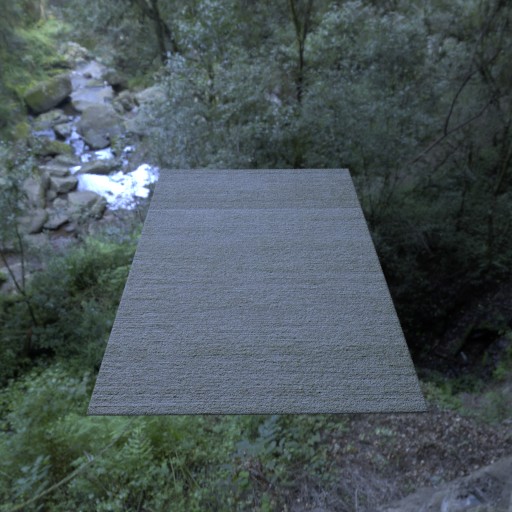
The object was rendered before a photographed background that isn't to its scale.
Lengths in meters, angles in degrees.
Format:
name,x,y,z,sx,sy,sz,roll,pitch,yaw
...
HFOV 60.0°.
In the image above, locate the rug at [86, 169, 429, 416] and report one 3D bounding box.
name,x,y,z,sx,sy,sz,roll,pitch,yaw
rug,0.000,0.000,5.076,2.782,0.025,3.935,0,41,0
